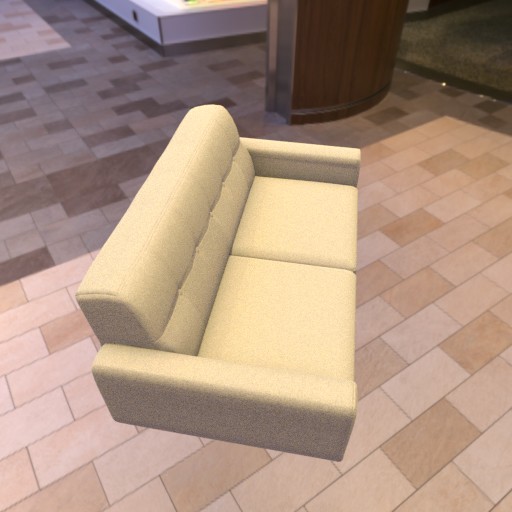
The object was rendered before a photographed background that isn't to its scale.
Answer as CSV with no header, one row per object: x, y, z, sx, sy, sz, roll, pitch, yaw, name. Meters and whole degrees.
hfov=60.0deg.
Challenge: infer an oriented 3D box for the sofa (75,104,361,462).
0.000,0.000,2.165,0.980,0.892,1.655,7,44,7,sofa
